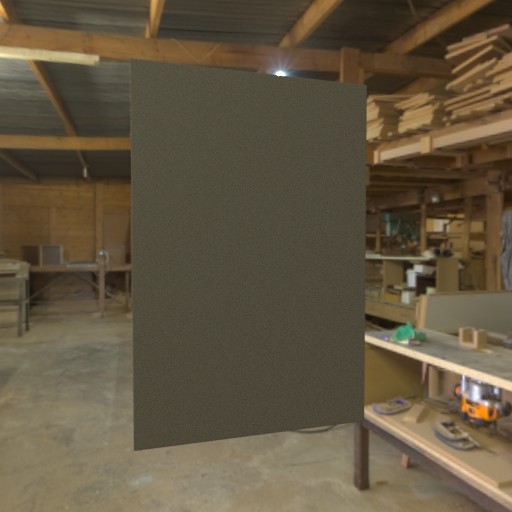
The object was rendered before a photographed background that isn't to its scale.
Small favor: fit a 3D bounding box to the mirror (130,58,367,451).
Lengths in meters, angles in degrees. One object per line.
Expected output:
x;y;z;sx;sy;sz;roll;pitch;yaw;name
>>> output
0.000;0.000;1.137;0.613;0.914;0.039;-1;2;-17;mirror
